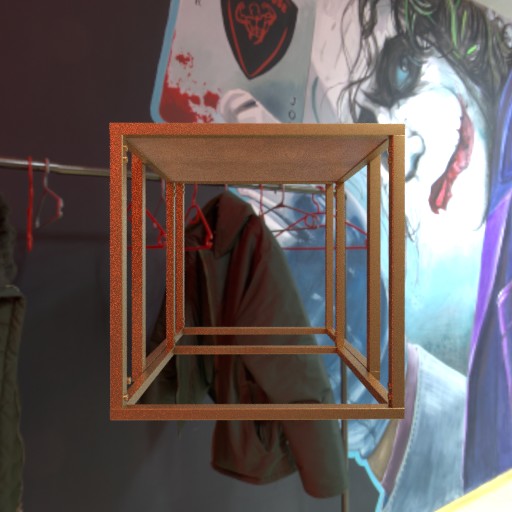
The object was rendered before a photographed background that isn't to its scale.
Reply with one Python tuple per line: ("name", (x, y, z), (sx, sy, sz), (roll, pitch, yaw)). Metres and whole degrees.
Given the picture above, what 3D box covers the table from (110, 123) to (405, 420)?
("table", (0.000, 0.000, 1.062), (0.505, 0.505, 0.762), (0, 0, -1))
